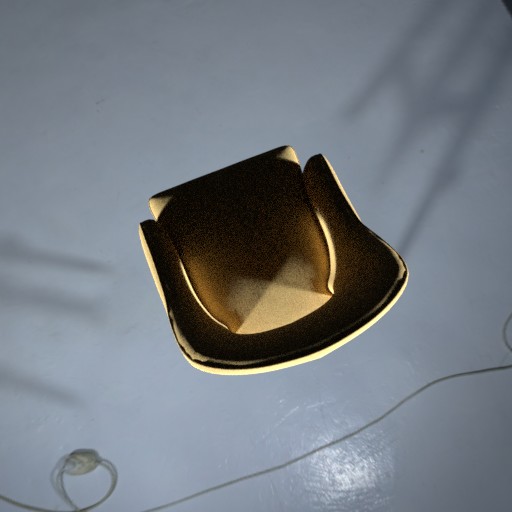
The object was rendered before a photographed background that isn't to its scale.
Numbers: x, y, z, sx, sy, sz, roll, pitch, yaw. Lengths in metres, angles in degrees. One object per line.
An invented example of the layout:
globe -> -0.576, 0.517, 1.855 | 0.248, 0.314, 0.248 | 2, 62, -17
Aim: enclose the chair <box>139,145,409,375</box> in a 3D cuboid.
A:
chair -> 0.000, 0.000, 1.241 | 0.548, 0.849, 0.605 | -22, 78, -5
